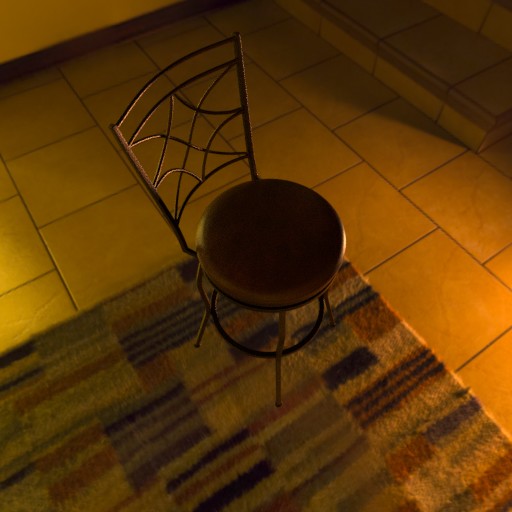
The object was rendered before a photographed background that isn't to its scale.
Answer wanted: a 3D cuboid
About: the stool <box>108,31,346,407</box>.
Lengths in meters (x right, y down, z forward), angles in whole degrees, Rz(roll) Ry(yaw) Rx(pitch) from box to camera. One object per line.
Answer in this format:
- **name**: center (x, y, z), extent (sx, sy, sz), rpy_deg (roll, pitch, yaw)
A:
- **stool**: center (0.000, 0.000, 1.401), extent (0.534, 1.117, 0.434), rpy_deg (31, 62, 19)
